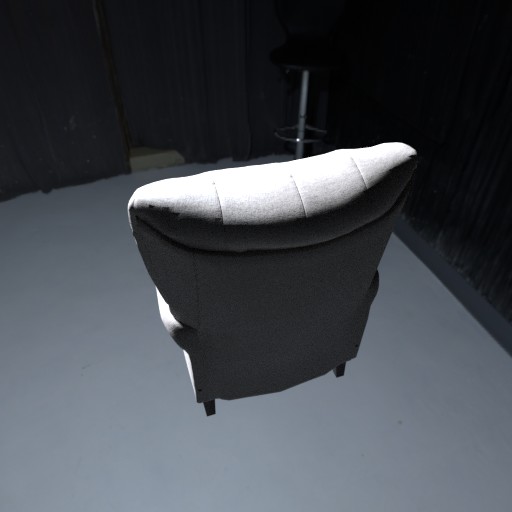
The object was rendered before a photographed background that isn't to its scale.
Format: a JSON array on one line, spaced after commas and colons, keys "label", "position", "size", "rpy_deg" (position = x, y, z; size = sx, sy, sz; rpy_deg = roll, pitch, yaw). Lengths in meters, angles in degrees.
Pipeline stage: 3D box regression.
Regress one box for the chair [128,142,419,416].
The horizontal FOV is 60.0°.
[{"label": "chair", "position": [0.000, 0.000, 1.897], "size": [0.942, 1.209, 1.025], "rpy_deg": [-12, 43, -13]}]
